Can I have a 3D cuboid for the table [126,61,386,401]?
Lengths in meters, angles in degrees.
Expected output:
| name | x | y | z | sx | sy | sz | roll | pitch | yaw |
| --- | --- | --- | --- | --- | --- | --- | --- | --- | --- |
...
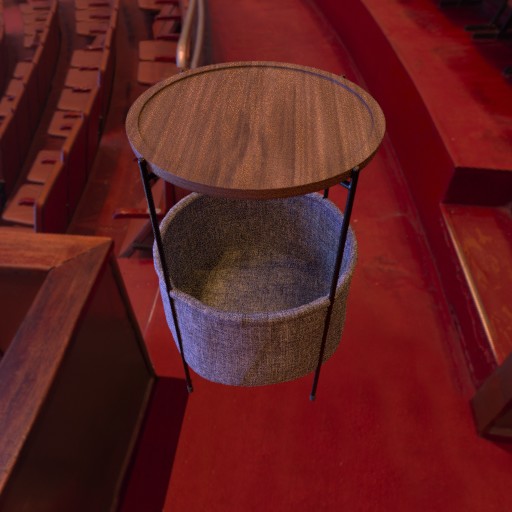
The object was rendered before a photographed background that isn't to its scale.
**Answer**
| name | x | y | z | sx | sy | sz | roll | pitch | yaw |
| --- | --- | --- | --- | --- | --- | --- | --- | --- | --- |
| table | 0.000 | 0.000 | 0.892 | 0.400 | 0.623 | 0.400 | 3 | 45 | 3 |
